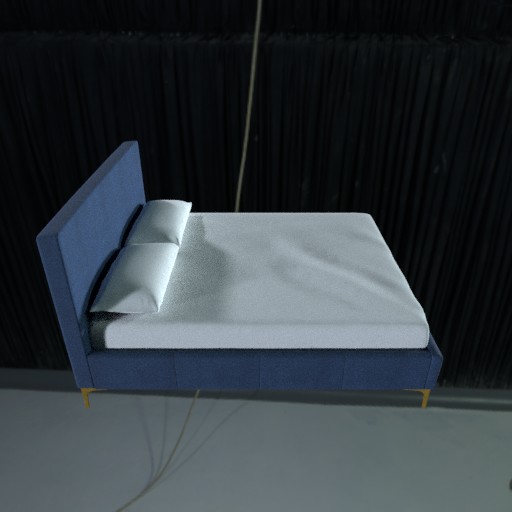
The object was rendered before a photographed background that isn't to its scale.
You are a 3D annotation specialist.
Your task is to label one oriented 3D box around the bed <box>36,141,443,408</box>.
[{"bbox_3d":[0.000,0.000,3.200,2.172,1.231,1.723,0,30,0],"label":"bed"}]
